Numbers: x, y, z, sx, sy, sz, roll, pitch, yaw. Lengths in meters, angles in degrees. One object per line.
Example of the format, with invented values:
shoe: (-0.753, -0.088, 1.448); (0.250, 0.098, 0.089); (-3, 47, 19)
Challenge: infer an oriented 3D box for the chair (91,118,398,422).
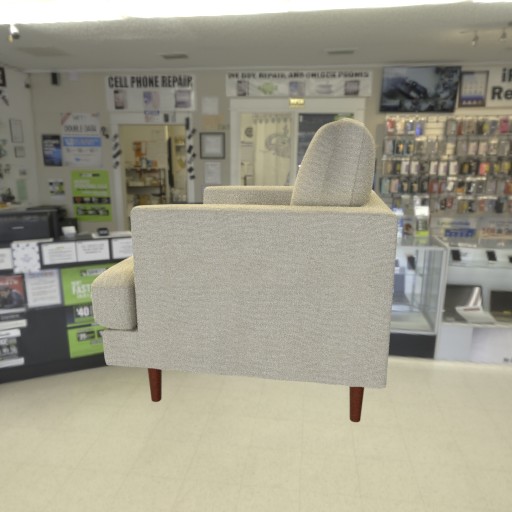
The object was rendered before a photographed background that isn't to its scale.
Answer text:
chair: (0.000, 0.000, 1.662); (0.899, 0.957, 0.858); (2, 14, 10)
